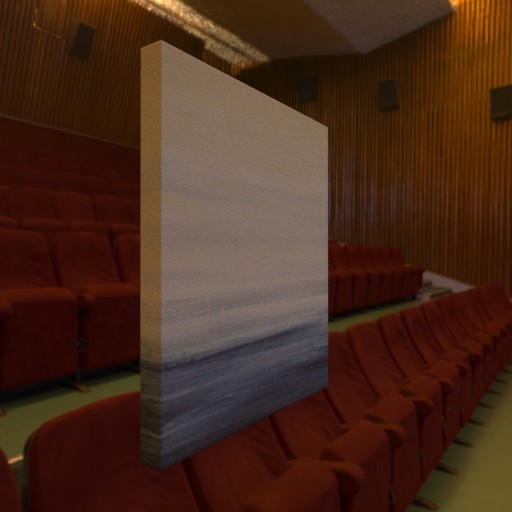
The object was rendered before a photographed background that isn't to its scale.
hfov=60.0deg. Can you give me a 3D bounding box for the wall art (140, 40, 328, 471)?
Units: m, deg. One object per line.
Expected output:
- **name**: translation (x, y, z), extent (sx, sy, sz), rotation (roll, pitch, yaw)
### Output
- **wall art**: translation (0.000, 0.000, 0.712), extent (0.037, 0.511, 0.435), rotation (0, 0, 36)
